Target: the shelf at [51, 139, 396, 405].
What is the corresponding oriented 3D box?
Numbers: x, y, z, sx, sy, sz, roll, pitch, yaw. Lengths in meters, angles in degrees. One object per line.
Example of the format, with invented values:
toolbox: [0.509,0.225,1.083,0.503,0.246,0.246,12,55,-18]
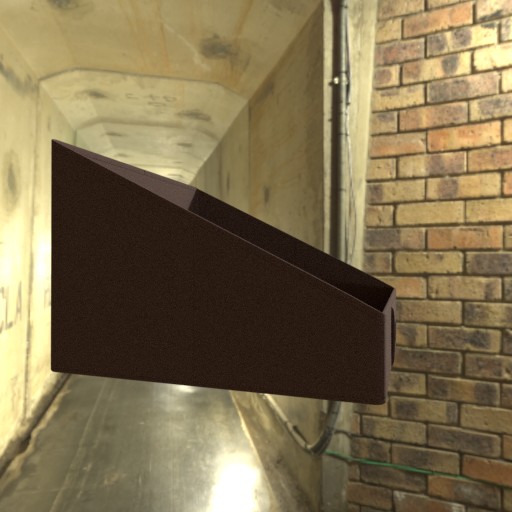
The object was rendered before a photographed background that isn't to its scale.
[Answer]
shelf: [0.000,0.000,0.485,0.292,0.210,0.292,0,-1,19]
